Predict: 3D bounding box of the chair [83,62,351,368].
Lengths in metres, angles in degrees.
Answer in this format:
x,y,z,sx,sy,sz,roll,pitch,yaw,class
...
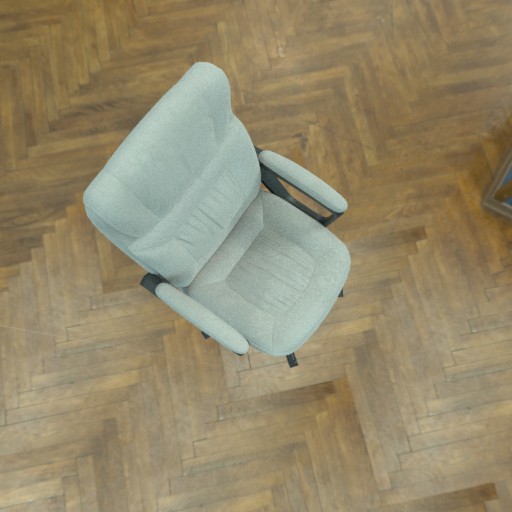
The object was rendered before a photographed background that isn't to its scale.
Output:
x,y,z,sx,sy,sz,roll,pitch,yaw,class
0.000,0.000,1.545,0.724,1.105,0.667,34,78,8,chair
